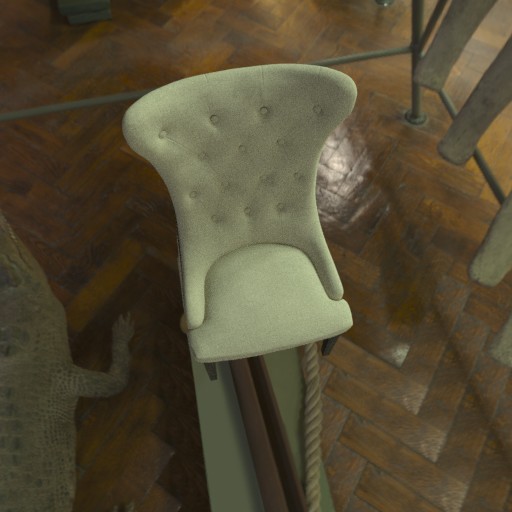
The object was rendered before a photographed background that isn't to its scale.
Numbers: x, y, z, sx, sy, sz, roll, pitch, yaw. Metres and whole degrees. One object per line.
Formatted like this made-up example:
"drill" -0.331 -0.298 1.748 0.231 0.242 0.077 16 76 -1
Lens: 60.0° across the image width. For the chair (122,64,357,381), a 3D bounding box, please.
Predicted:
"chair" 0.000 0.000 1.456 0.584 1.065 0.590 -11 64 -5
